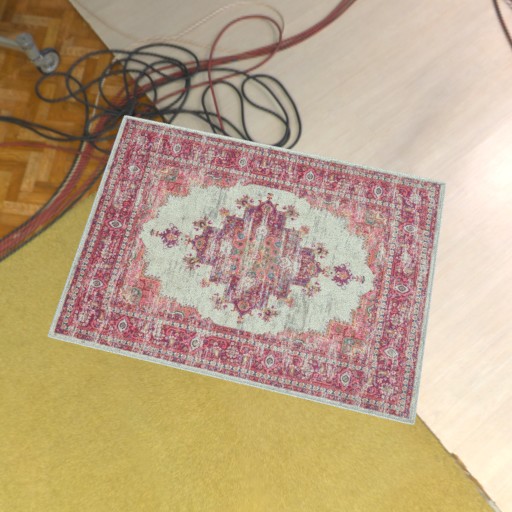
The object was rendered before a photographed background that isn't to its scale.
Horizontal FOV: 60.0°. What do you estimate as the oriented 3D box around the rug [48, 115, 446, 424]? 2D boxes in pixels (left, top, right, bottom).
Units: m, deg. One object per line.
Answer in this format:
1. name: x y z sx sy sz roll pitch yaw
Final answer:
1. rug: 0.000 0.000 2.809 2.232 0.011 1.555 13 76 3
